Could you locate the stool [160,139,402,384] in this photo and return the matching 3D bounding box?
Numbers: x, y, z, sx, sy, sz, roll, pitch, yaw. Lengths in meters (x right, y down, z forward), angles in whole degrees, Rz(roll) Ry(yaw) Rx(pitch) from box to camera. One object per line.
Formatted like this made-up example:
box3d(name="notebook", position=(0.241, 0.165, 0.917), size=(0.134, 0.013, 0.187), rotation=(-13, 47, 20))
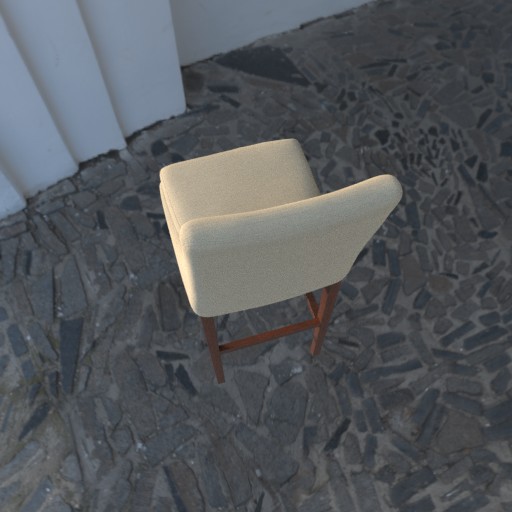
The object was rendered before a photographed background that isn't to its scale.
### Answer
box3d(name="stool", position=(0.000, 0.000, 1.357), size=(0.470, 1.078, 0.577), rotation=(-14, 59, -9))
